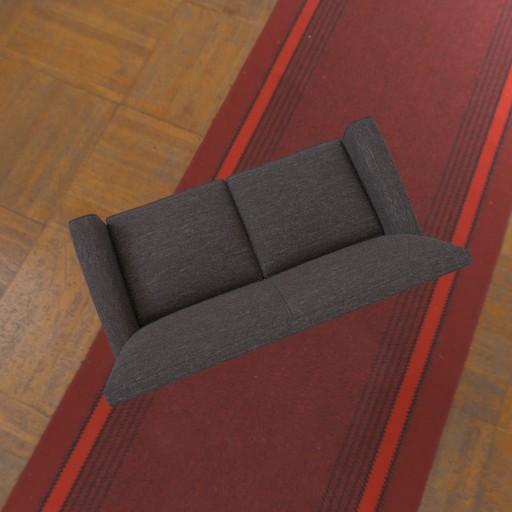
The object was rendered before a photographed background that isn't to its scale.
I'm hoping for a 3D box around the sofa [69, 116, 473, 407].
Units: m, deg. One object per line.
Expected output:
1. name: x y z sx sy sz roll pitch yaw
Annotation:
1. sofa: 0.000 0.000 2.124 1.509 0.905 0.867 -20 76 -5
